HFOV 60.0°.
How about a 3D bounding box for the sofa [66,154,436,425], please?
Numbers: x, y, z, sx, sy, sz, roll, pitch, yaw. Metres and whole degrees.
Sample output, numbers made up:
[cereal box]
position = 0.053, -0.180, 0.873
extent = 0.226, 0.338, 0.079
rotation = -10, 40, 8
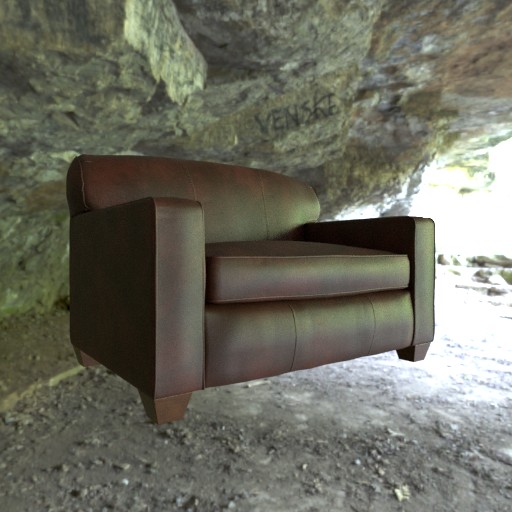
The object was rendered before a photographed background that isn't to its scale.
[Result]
[sofa]
position = 0.000, 0.000, 1.997
extent = 1.413, 0.956, 1.000
rotation = 0, 1, -36
